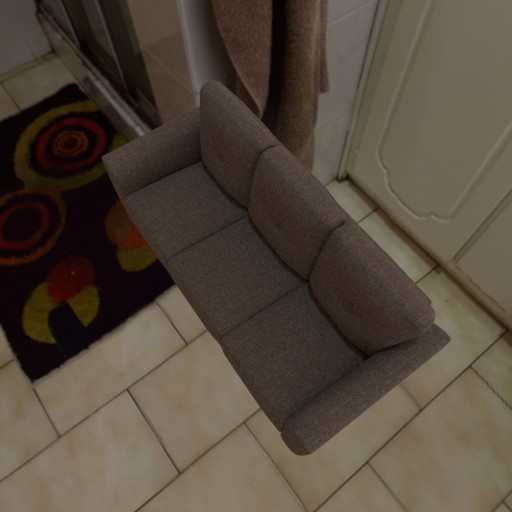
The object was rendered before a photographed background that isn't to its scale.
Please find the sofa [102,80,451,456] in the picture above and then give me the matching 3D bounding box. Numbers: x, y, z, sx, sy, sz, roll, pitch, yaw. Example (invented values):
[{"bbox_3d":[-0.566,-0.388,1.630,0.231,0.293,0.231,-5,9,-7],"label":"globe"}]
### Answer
[{"bbox_3d":[0.000,0.000,2.358,0.837,0.891,1.847,-32,67,-15],"label":"sofa"}]
